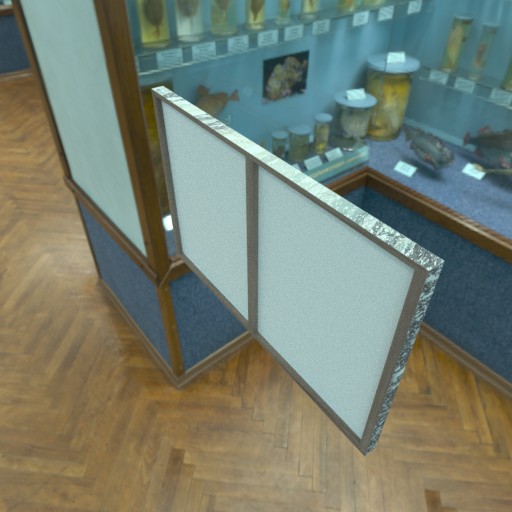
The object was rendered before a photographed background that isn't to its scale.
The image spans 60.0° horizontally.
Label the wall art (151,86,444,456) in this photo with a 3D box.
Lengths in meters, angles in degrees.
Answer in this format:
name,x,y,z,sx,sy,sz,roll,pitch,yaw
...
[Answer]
name,x,y,z,sx,sy,sz,roll,pitch,yaw
wall art,0.000,0.000,1.144,0.038,0.598,0.919,-26,47,-27
